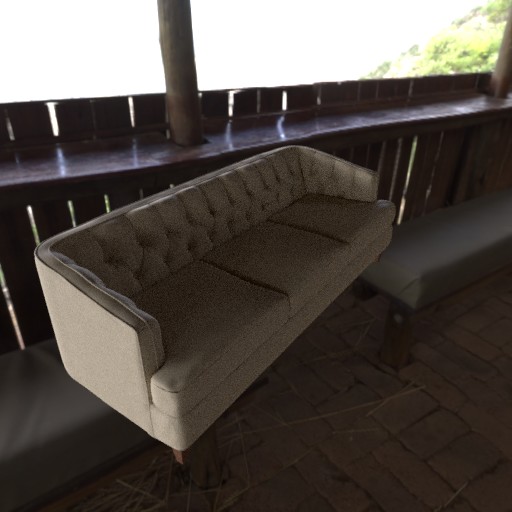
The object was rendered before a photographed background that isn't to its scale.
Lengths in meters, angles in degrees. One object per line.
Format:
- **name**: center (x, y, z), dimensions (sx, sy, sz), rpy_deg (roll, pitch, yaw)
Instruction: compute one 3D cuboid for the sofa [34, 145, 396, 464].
- **sofa**: center (0.000, 0.000, 2.611), dimensions (0.913, 0.788, 2.235), rpy_deg (19, 34, 31)
